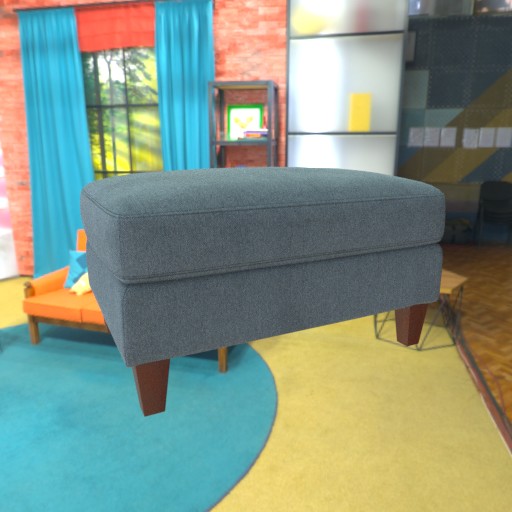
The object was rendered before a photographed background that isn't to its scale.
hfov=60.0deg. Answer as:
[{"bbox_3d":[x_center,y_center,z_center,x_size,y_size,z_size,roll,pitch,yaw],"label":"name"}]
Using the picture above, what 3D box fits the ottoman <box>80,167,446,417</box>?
[{"bbox_3d":[0.000,0.000,1.242,0.864,0.483,0.584,-7,16,-26],"label":"ottoman"}]
